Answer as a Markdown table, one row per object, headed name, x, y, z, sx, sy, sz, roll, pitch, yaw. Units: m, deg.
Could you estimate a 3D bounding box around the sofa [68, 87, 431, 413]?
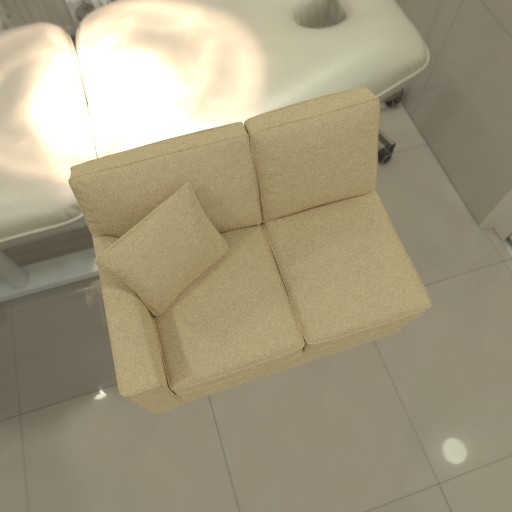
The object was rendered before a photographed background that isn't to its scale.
| name | x | y | z | sx | sy | sz | roll | pitch | yaw |
| --- | --- | --- | --- | --- | --- | --- | --- | --- | --- |
| sofa | 0.000 | 0.000 | 2.094 | 1.388 | 0.989 | 0.991 | -16 | 65 | -8 |
